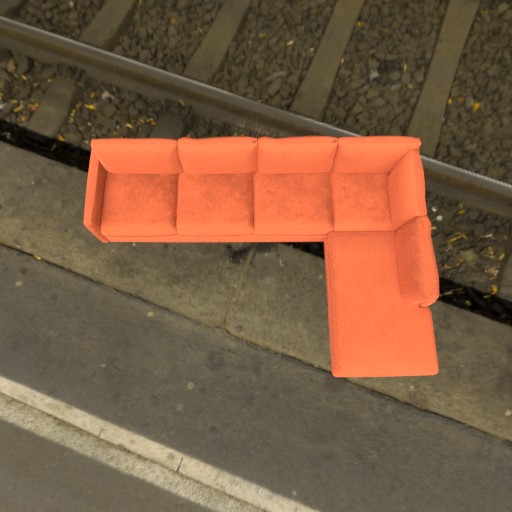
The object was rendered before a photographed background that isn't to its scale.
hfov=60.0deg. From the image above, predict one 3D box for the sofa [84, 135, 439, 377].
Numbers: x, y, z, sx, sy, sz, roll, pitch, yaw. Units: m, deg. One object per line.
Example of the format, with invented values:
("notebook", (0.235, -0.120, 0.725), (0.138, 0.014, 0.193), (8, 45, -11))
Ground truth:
("sofa", (0.000, 0.000, 3.556), (2.736, 0.757, 1.879), (0, 74, 0))
